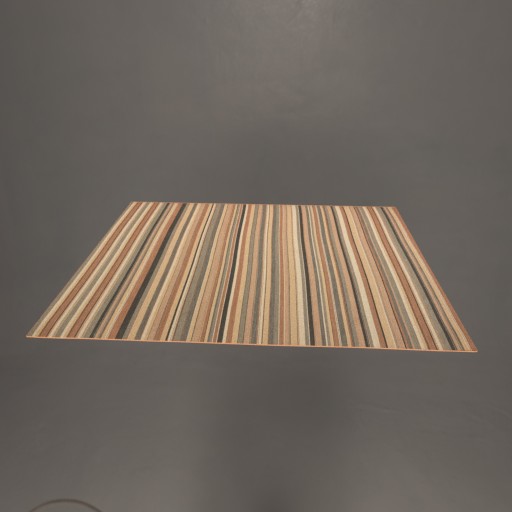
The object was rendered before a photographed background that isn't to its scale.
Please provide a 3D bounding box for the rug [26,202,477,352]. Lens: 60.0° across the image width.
[{"bbox_3d":[0.000,0.000,4.036,3.045,0.011,2.436,1,29,3],"label":"rug"}]
